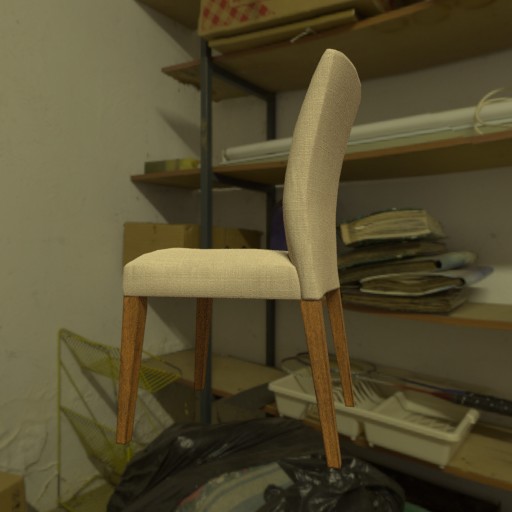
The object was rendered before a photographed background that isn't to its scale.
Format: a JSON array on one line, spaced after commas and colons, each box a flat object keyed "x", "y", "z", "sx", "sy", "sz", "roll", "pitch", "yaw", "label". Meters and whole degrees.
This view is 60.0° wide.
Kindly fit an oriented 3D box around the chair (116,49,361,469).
[{"x": 0.000, "y": 0.000, "z": 1.266, "sx": 0.585, "sy": 0.940, "sz": 0.496, "roll": 0, "pitch": 0, "yaw": 17, "label": "chair"}]
